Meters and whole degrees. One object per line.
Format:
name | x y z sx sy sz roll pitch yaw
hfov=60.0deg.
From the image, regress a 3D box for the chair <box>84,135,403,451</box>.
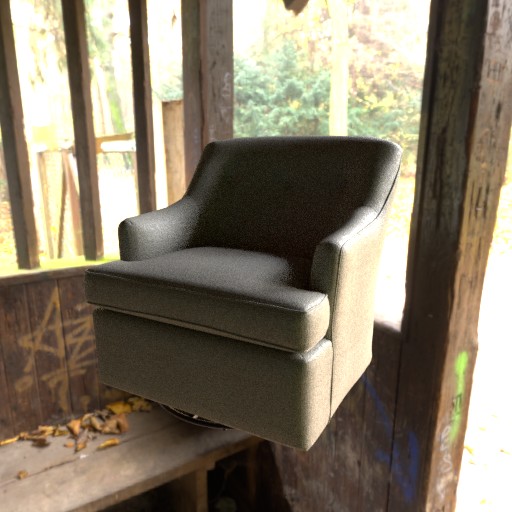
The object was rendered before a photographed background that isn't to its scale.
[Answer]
chair | 0.000 0.000 1.601 0.864 0.856 0.923 7 16 27
